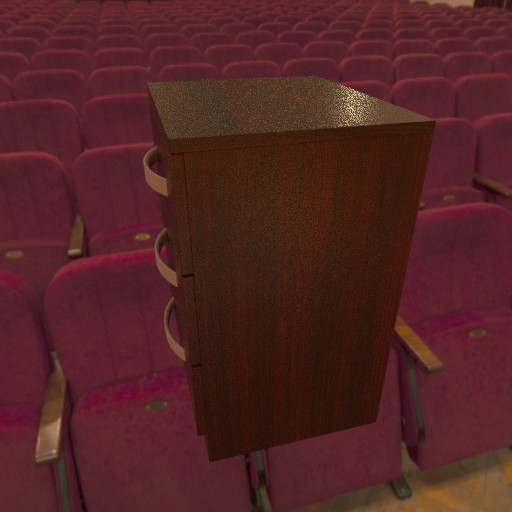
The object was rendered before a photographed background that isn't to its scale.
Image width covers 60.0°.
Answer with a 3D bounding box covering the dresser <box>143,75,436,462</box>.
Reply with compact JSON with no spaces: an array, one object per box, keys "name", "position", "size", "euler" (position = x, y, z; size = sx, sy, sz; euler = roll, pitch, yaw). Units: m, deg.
[{"name":"dresser","position":[0.000,0.000,0.822],"size":[0.360,0.560,0.400],"euler":[-8,31,-13]}]
